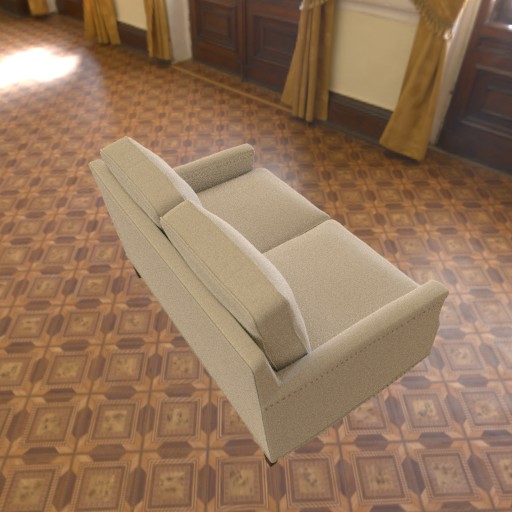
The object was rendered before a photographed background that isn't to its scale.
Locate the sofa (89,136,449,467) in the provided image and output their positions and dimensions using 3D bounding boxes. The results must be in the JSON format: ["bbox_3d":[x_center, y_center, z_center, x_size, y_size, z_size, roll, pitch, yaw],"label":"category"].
[{"bbox_3d":[0.000,0.000,2.264,1.084,1.003,1.597,-25,48,-25],"label":"sofa"}]
